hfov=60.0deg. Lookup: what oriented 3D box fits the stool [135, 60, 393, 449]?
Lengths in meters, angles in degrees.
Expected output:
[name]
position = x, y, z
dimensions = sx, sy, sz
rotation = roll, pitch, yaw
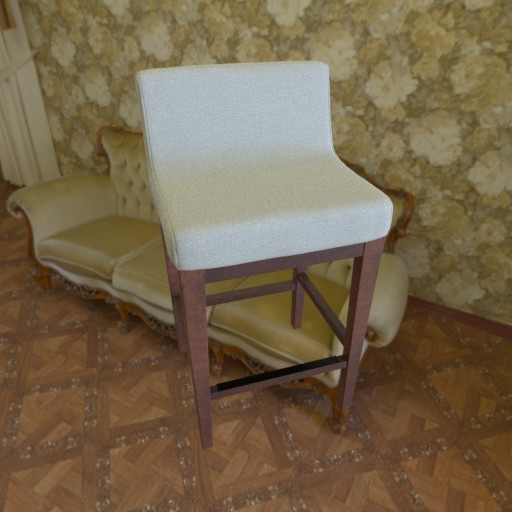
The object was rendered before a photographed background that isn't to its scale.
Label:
[stool]
position = 0.000, 0.000, 1.233
dimensions = 0.511, 0.937, 0.500
rotation = -9, 33, -15
